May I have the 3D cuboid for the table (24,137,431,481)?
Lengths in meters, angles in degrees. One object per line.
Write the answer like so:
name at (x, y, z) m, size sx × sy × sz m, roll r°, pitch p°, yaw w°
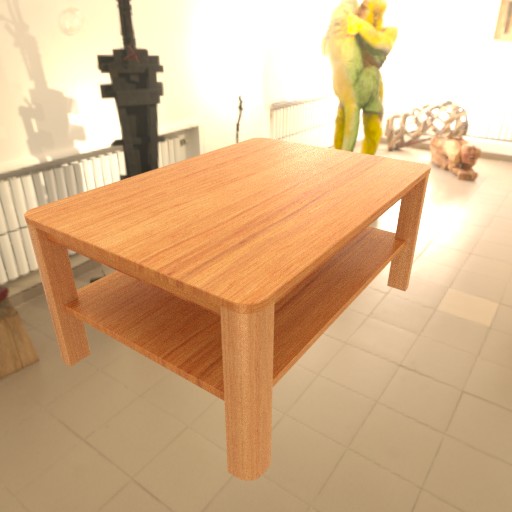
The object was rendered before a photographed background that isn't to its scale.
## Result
table at (0.000, 0.000, 1.345) m, size 0.696 × 0.445 × 0.997 m, roll 18°, pitch 33°, yaw 31°
